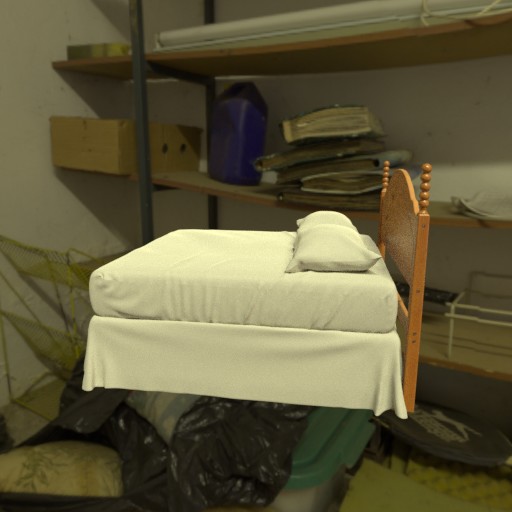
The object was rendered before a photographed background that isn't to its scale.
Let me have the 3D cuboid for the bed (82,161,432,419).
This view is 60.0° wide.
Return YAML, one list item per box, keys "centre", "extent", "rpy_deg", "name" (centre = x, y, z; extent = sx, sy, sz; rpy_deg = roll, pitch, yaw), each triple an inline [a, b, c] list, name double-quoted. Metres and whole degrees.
- centre: [0.000, 0.000, 3.256]
  extent: [2.040, 1.356, 1.873]
  rpy_deg: [2, 13, 9]
  name: "bed"
